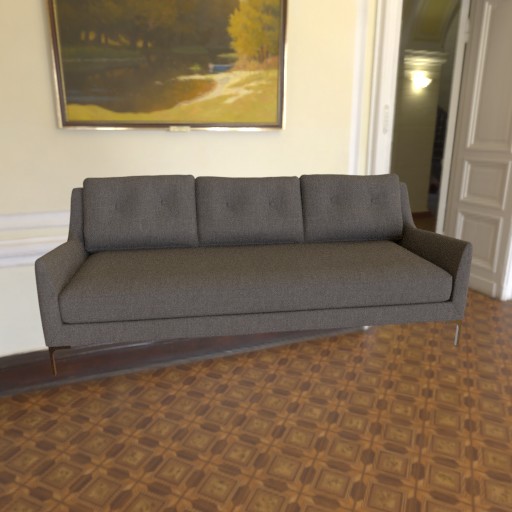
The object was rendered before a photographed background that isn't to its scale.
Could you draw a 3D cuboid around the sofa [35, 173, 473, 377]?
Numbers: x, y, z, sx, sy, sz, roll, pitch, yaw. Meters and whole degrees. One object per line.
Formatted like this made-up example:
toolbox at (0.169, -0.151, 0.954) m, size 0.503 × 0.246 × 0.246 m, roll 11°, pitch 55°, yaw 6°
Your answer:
sofa at (0.000, 0.000, 2.440) m, size 2.060 × 0.837 × 0.849 m, roll -2°, pitch 16°, yaw -8°
